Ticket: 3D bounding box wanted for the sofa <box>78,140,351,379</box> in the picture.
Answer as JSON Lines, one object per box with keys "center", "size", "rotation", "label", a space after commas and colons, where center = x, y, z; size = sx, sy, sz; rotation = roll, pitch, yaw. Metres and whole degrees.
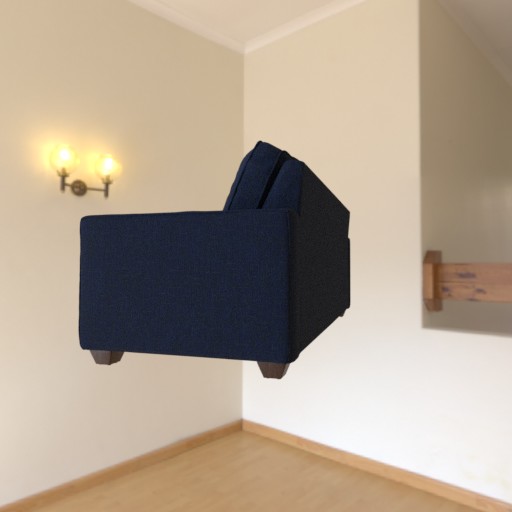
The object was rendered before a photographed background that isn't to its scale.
{"center": [0.000, 0.000, 2.658], "size": [0.940, 0.919, 2.080], "rotation": [0, -1, 18], "label": "sofa"}
